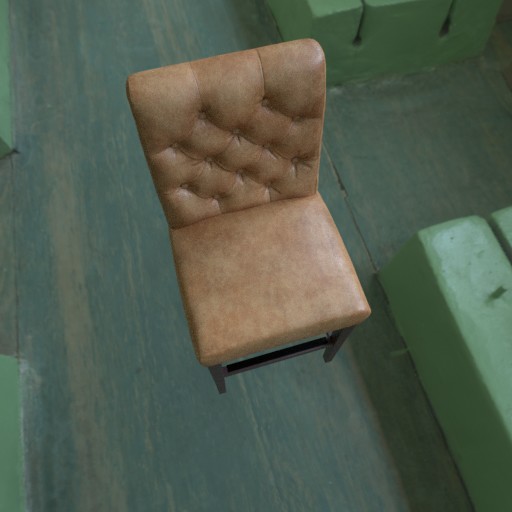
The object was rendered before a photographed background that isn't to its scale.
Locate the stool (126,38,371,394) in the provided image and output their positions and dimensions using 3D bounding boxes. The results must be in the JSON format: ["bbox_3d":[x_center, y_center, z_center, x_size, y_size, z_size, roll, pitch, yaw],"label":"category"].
[{"bbox_3d":[0.000,0.000,1.368,0.493,1.047,0.601,-15,65,-7],"label":"stool"}]
